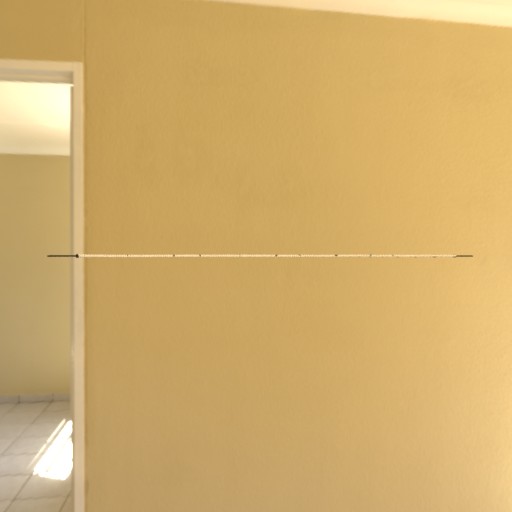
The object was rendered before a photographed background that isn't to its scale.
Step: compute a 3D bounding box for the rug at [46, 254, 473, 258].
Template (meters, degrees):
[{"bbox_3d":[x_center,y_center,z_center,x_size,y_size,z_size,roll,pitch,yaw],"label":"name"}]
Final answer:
[{"bbox_3d":[0.000,0.000,3.376,2.755,0.021,1.524,0,0,-18],"label":"rug"}]
